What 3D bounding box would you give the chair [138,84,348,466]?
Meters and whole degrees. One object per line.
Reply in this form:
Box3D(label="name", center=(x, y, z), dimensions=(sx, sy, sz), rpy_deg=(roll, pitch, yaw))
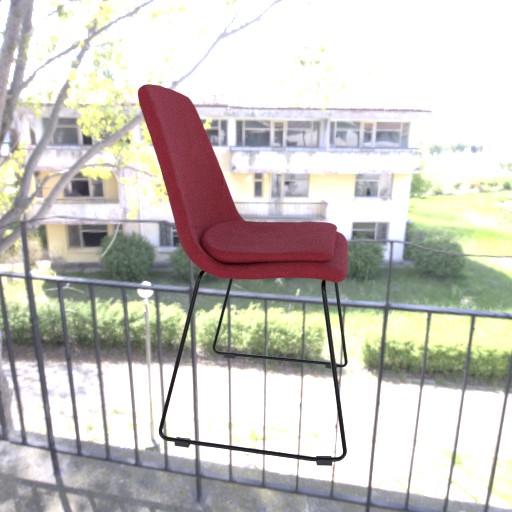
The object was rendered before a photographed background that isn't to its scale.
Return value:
Box3D(label="chair", center=(0.000, 0.000, 1.175), dimensions=(0.518, 0.858, 0.479), rpy_deg=(3, 15, 11))
